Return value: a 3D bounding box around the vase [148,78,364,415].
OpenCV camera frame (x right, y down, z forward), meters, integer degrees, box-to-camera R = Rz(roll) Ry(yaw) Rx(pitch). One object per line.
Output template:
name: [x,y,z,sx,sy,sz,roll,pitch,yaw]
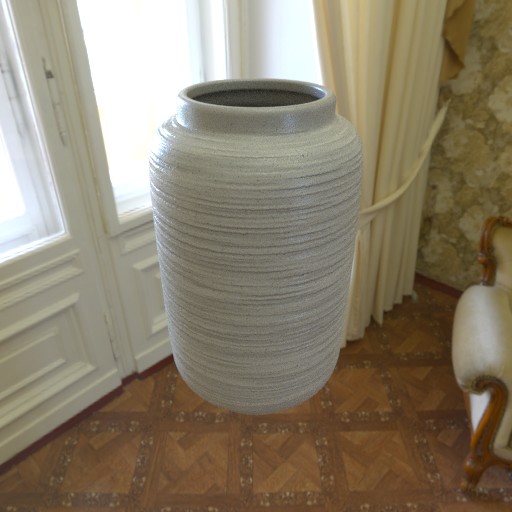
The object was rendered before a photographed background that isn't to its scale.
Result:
vase: [0.000,0.000,0.472,0.202,0.335,0.202,0,31,0]
